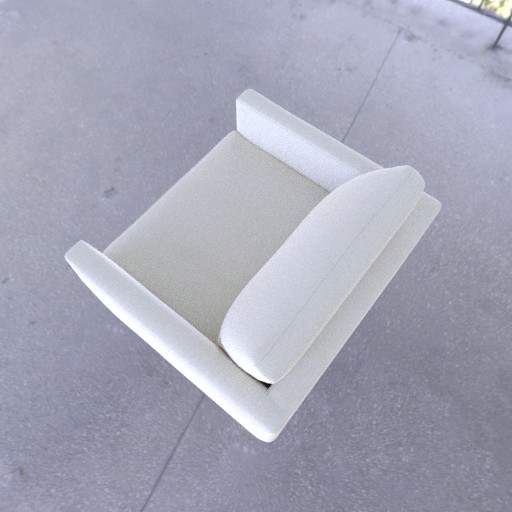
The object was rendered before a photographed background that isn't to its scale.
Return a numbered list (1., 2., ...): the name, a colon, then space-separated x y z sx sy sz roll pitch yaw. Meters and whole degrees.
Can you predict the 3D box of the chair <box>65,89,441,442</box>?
1. chair: 0.000 0.000 1.639 0.875 0.806 0.964 36 69 16
